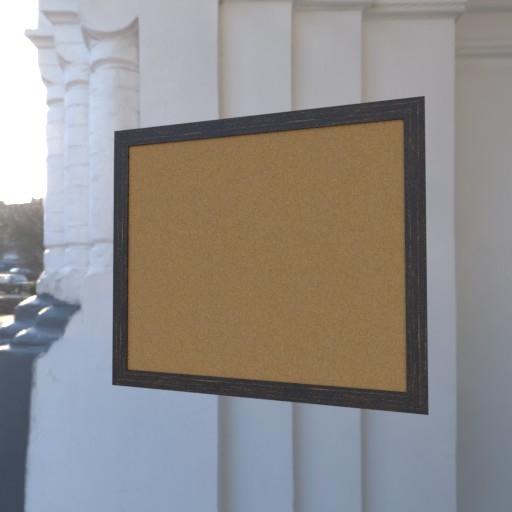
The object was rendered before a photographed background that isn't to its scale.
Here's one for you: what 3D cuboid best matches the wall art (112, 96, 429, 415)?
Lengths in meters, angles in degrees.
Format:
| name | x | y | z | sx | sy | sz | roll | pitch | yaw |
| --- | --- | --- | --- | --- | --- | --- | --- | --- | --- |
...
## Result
| name | x | y | z | sx | sy | sz | roll | pitch | yaw |
| --- | --- | --- | --- | --- | --- | --- | --- | --- | --- |
| wall art | 0.000 | 0.000 | 0.532 | 0.381 | 0.330 | 0.031 | -1 | -2 | 18 |
